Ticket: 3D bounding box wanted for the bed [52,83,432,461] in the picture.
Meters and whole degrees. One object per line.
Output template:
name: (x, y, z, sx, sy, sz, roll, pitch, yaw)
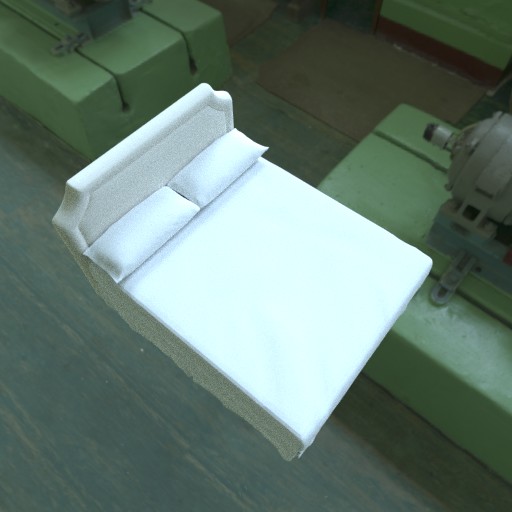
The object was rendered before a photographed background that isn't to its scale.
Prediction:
bed: (0.000, 0.000, 3.924, 2.548, 1.524, 2.134, 35, 64, 20)
